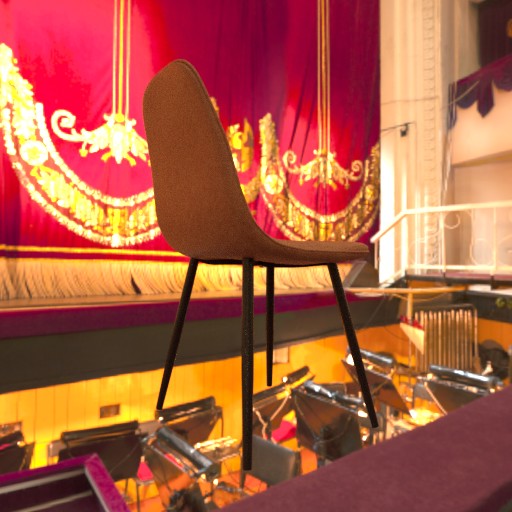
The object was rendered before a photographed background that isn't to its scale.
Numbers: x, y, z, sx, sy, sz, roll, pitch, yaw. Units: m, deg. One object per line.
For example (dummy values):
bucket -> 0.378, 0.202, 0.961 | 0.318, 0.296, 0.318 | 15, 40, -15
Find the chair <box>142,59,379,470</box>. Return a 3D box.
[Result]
chair -> 0.000, 0.000, 1.209 | 0.561, 0.889, 0.472 | 0, 0, -35
